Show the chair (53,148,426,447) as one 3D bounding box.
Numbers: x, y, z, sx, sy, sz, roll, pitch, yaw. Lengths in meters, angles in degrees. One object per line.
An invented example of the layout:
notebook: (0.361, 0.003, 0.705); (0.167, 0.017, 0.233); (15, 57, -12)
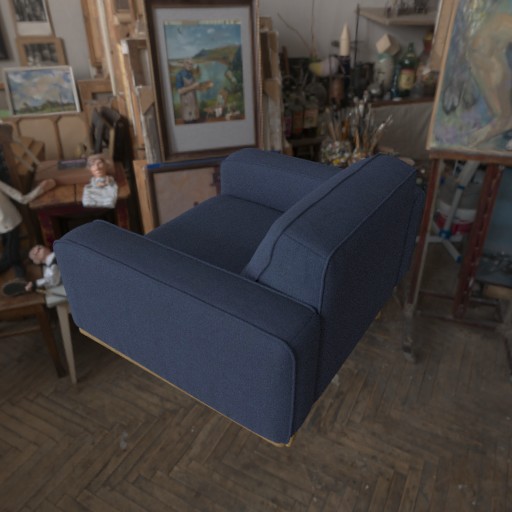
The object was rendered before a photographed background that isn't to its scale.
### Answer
chair: (0.000, 0.000, 1.738); (0.953, 0.783, 1.118); (21, 38, 28)
